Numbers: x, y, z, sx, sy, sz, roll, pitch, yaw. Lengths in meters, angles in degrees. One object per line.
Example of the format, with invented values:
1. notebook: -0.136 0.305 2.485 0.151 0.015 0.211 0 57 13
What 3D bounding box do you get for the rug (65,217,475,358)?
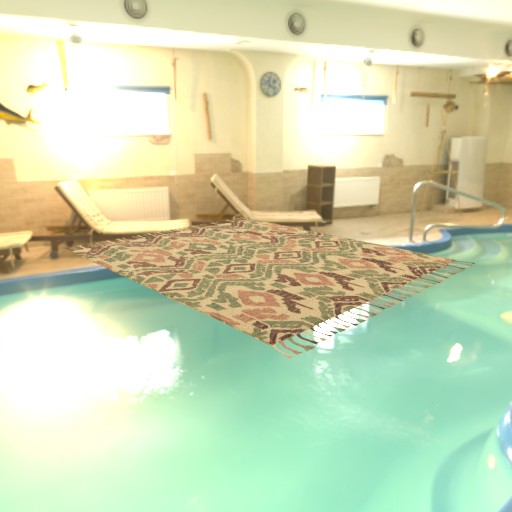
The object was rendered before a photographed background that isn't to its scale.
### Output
1. rug: 0.000 0.000 4.116 2.438 0.010 3.048 -15 21 -42
